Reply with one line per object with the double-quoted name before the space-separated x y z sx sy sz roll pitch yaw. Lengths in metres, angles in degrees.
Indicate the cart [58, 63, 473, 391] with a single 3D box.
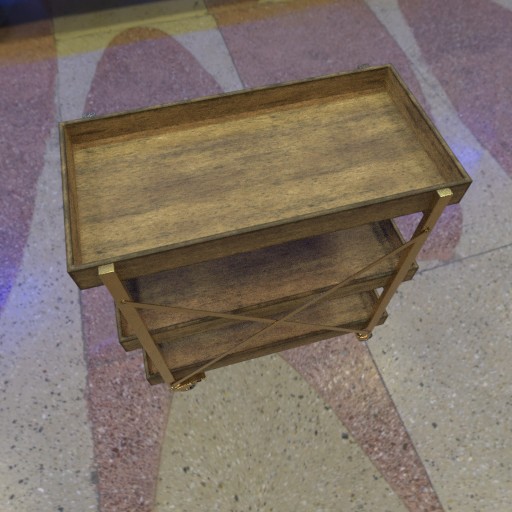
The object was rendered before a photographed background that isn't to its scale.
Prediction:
"cart" 0.000 0.000 1.218 0.750 0.799 0.416 -13 59 -8
